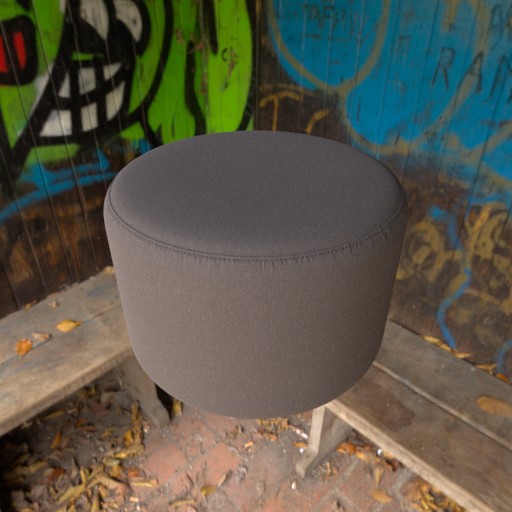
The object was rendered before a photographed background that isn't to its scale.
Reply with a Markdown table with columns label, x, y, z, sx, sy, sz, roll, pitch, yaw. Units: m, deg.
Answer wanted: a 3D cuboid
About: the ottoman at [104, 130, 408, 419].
| label | x | y | z | sx | sy | sz | roll | pitch | yaw |
| --- | --- | --- | --- | --- | --- | --- | --- | --- | --- |
| ottoman | 0.000 | 0.000 | 1.001 | 0.608 | 0.433 | 0.608 | 0 | 33 | 0 |
